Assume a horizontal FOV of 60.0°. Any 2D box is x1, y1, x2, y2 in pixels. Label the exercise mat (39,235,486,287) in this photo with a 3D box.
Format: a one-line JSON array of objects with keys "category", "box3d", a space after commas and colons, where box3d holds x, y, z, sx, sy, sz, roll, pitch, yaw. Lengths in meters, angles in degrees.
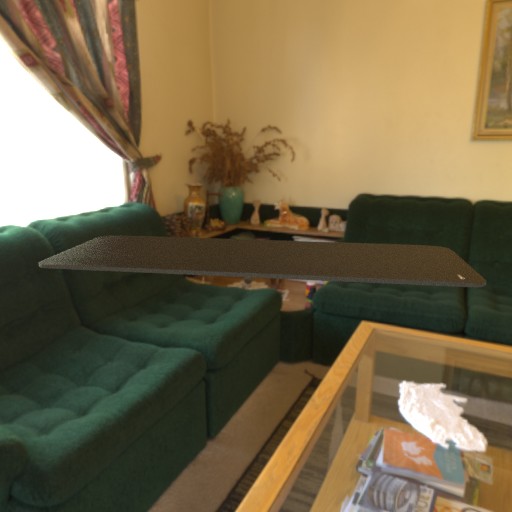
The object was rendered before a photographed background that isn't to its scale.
[{"category": "exercise mat", "box3d": [0.000, 0.000, 2.073, 1.869, 0.021, 0.616, 2, 14, 8]}]
